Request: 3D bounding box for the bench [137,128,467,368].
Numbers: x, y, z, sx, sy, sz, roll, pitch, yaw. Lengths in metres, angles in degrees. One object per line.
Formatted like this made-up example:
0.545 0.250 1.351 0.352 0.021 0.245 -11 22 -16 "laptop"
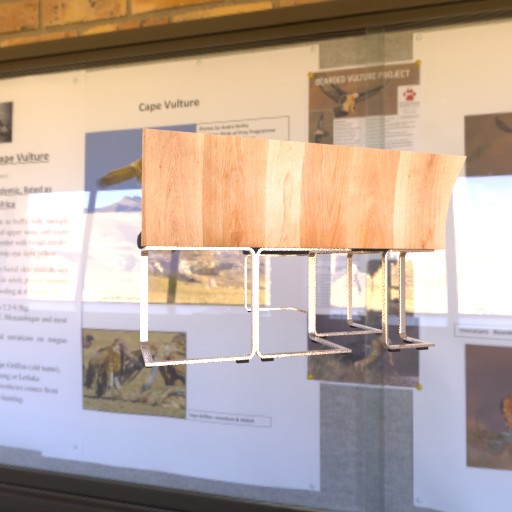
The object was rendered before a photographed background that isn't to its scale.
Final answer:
0.000 0.000 2.808 1.495 0.930 1.945 0 -1 -17 "bench"
